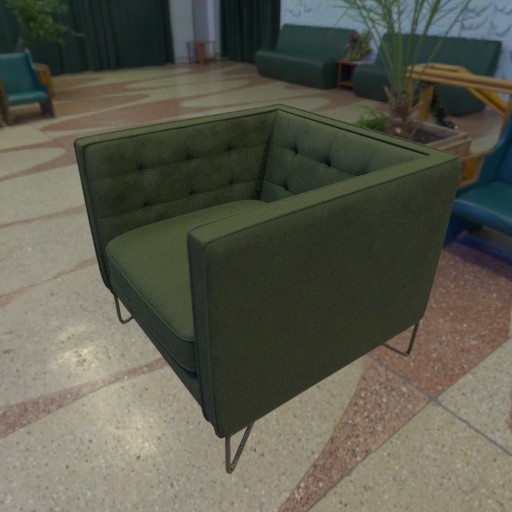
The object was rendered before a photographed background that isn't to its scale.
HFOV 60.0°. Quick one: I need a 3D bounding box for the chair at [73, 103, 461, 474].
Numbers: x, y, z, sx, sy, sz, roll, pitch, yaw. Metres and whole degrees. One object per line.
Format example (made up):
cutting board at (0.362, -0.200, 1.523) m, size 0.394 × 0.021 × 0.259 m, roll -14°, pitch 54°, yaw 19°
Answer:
chair at (0.000, 0.000, 1.554) m, size 0.894 × 0.790 × 0.880 m, roll -20°, pitch 37°, yaw -30°
